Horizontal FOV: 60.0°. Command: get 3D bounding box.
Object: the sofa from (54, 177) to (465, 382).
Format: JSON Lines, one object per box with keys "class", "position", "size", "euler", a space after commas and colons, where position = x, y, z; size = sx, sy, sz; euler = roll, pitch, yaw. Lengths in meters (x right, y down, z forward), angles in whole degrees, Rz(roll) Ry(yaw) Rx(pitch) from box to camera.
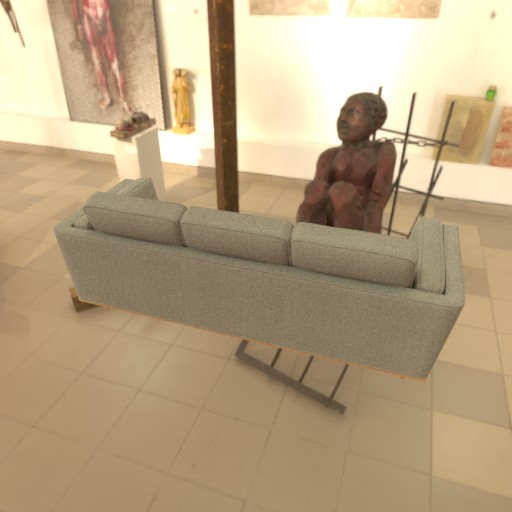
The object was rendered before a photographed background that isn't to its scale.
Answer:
{"class": "sofa", "position": [0.000, 0.000, 2.837], "size": [2.362, 0.899, 0.903], "euler": [10, 34, 16]}
